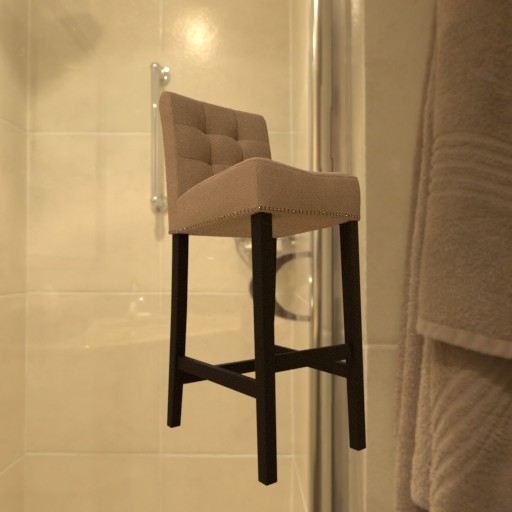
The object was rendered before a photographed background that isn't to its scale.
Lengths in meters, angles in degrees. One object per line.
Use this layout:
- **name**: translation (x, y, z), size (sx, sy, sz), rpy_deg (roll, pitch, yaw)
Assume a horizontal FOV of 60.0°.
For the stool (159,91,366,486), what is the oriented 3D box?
- **stool**: translation (0.000, 0.000, 1.325), size (0.411, 1.047, 0.548), rpy_deg (1, -2, -37)
